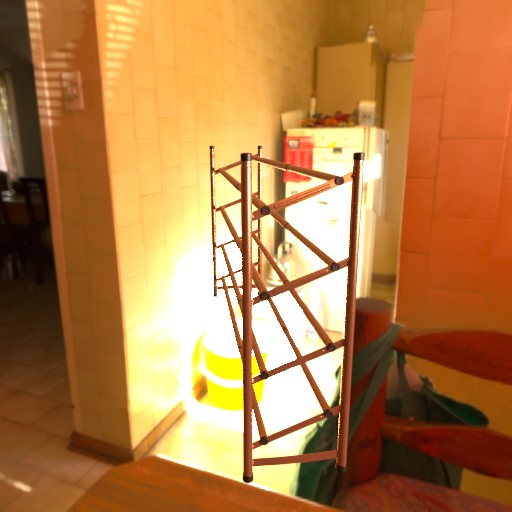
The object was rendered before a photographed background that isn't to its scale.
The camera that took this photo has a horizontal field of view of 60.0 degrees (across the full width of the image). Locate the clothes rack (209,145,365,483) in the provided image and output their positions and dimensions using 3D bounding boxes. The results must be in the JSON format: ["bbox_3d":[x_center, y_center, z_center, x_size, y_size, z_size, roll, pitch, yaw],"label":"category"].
[{"bbox_3d":[0.000,0.000,1.414,0.229,0.672,1.168,-2,15,-8],"label":"clothes rack"}]
